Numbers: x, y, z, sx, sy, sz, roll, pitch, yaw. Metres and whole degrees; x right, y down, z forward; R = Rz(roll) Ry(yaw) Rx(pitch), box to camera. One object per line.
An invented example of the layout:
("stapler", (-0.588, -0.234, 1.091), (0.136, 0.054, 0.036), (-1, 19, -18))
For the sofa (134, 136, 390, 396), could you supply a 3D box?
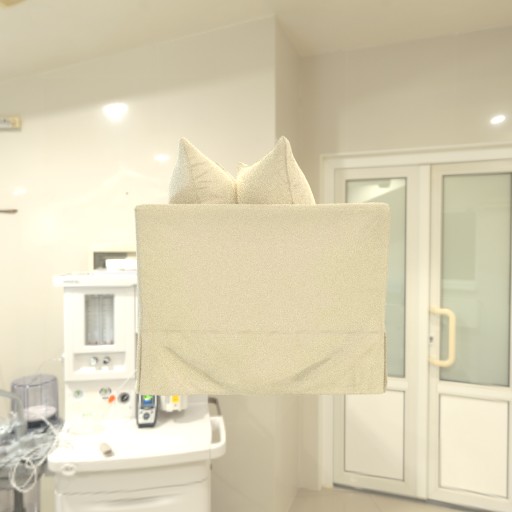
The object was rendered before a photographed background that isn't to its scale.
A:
("sofa", (0.000, 0.000, 2.804), (1.031, 1.034, 2.290), (0, 1, -1))
